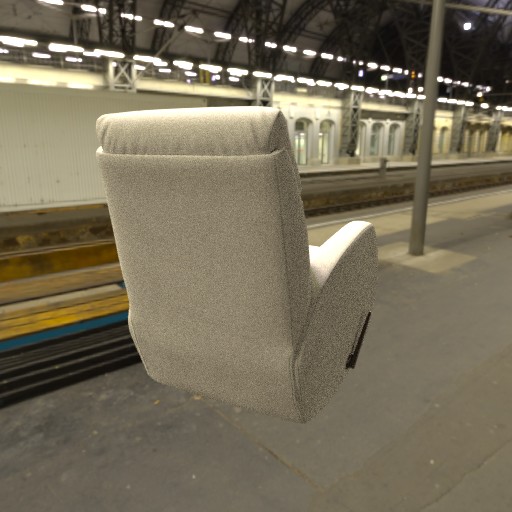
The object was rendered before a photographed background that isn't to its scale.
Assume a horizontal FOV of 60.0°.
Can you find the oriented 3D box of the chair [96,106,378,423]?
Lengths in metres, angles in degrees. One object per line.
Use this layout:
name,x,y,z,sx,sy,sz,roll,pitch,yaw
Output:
chair,0.000,0.000,1.678,0.812,1.015,0.941,7,16,26
